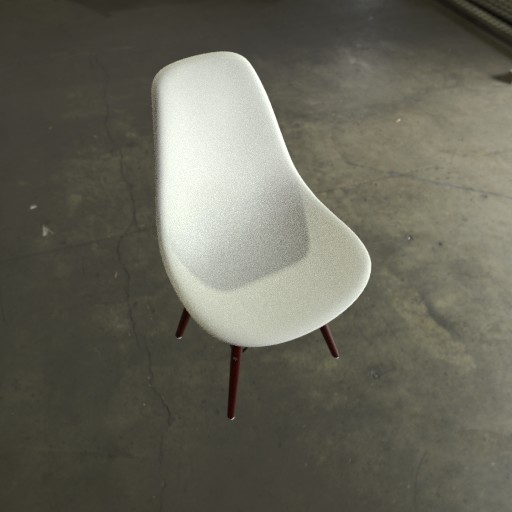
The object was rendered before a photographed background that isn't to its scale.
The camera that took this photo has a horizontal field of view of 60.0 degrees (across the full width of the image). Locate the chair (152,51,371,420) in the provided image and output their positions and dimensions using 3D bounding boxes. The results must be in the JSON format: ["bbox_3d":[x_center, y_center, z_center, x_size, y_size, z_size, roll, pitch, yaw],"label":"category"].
[{"bbox_3d":[0.000,0.000,1.138,0.470,0.826,0.533,-24,52,-21],"label":"chair"}]
